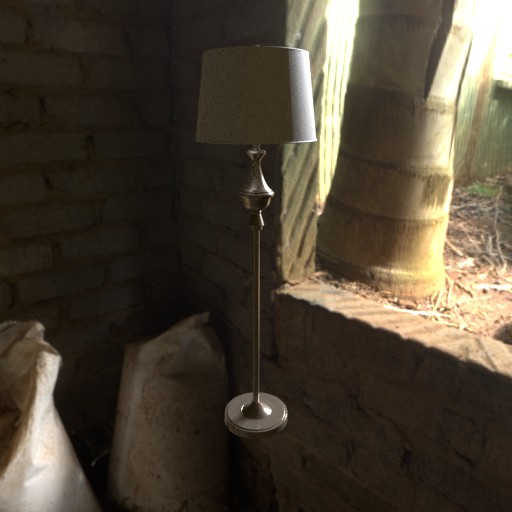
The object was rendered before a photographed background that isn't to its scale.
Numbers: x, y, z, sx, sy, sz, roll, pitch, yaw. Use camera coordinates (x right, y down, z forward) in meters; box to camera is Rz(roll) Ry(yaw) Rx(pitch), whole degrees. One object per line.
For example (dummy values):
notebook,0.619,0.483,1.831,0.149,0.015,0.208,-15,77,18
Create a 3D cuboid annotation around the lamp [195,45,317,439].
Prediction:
lamp,0.000,0.000,1.715,0.431,1.488,0.431,0,18,0
